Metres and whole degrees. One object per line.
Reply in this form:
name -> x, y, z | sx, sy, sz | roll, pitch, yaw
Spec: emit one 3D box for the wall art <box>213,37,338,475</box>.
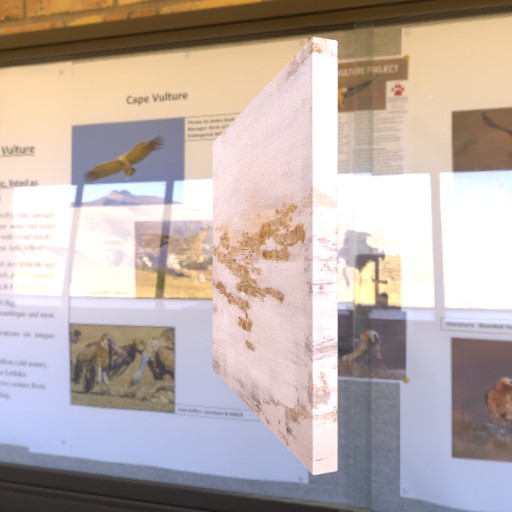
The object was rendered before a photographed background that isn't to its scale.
wall art -> 0.000, 0.000, 0.913 | 0.040, 0.613, 0.611 | 0, 0, -19
